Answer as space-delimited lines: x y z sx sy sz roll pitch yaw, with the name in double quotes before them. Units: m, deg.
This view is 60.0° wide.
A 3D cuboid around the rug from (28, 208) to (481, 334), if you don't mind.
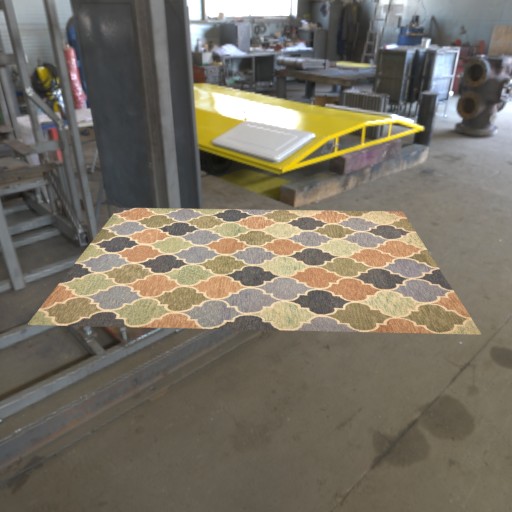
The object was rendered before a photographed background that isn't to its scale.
"rug" 0.000 0.000 2.317 1.828 0.006 1.216 1 29 2
